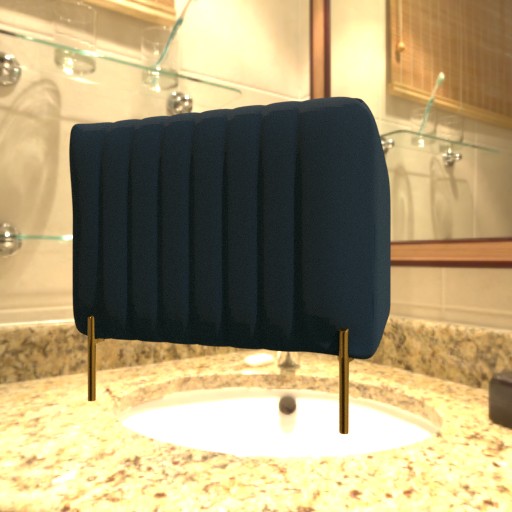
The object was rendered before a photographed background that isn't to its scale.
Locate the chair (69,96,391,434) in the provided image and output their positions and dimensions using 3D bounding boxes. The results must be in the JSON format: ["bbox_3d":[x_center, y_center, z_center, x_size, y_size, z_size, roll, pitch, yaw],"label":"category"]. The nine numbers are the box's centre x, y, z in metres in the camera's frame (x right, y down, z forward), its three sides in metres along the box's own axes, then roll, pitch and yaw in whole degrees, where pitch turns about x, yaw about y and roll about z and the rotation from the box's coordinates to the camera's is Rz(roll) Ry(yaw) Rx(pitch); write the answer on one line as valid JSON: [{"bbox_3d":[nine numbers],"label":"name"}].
[{"bbox_3d":[0.000,0.000,1.541,0.877,0.793,0.947,0,0,19],"label":"chair"}]
